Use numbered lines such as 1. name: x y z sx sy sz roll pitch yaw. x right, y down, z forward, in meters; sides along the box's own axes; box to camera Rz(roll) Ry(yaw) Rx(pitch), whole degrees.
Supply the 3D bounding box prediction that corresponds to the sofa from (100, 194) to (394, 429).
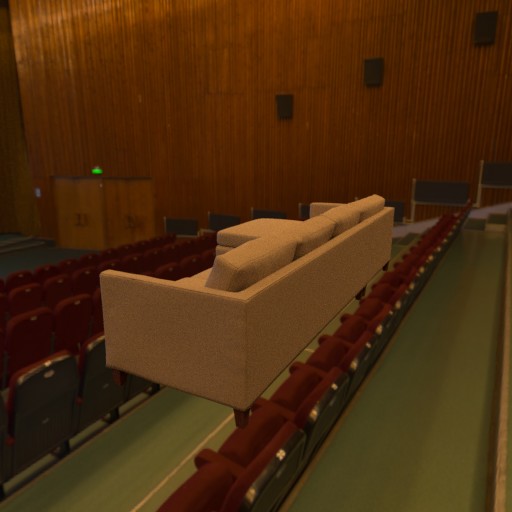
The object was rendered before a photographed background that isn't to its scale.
1. sofa: 0.000 0.000 3.755 1.625 0.846 3.186 8 17 28
